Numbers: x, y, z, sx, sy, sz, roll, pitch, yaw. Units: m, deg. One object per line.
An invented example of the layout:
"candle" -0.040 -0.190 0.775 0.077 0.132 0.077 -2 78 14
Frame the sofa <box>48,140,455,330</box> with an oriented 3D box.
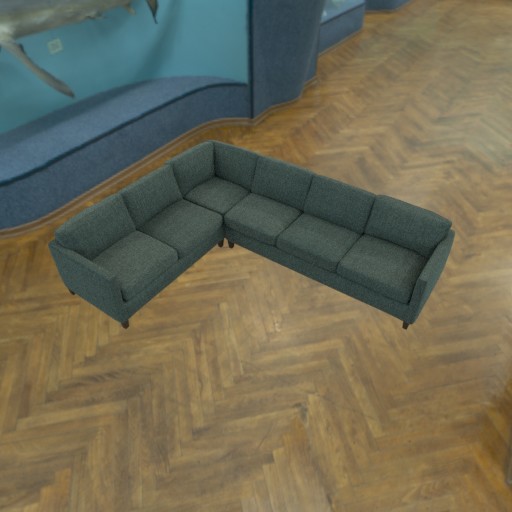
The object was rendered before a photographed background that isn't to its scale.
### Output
"sofa" 0.000 0.000 4.611 3.302 0.947 2.593 25 47 25
